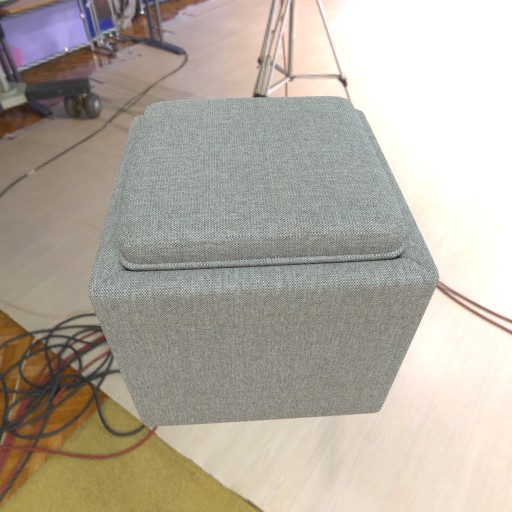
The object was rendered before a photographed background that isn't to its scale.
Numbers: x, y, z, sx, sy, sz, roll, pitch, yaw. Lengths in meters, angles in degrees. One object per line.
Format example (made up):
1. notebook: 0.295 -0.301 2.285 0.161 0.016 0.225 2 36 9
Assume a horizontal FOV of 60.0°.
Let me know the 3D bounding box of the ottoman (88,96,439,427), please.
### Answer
1. ottoman: 0.000 0.000 0.826 0.450 0.460 0.450 -3 46 -3
